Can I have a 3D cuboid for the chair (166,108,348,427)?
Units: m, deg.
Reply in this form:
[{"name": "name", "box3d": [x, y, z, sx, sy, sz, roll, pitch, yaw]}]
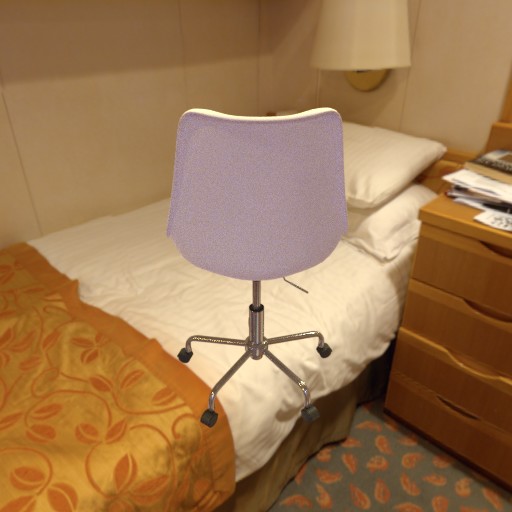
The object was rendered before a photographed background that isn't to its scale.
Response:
[{"name": "chair", "box3d": [0.000, 0.000, 1.288, 0.550, 0.930, 0.550, -1, 30, -2]}]
